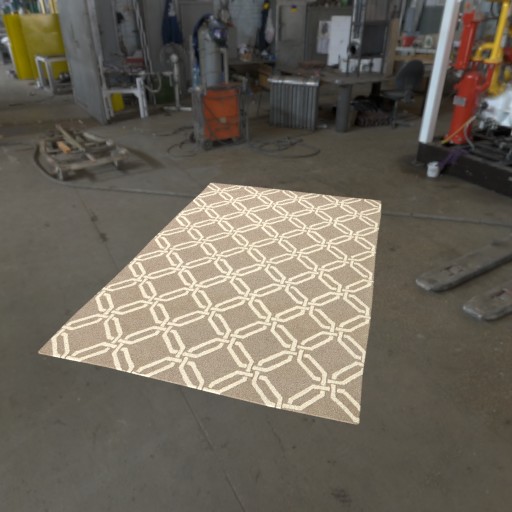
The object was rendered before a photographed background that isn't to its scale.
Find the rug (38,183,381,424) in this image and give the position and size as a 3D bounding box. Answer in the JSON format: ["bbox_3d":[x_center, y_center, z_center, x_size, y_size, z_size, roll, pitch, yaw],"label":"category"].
[{"bbox_3d":[0.000,0.000,2.172,1.142,0.010,1.748,8,31,14],"label":"rug"}]
